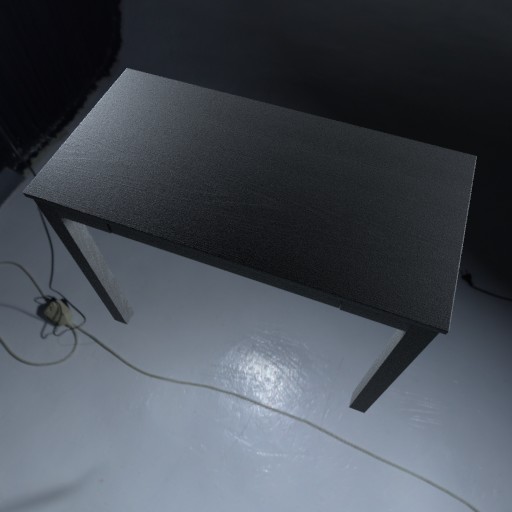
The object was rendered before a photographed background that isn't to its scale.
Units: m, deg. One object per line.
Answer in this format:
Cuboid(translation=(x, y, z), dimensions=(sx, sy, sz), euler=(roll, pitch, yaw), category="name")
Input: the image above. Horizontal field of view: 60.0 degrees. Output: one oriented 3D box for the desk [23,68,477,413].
Cuboid(translation=(0.000, 0.000, 1.401), dimensions=(0.991, 0.762, 0.499), euler=(18, 60, 11), category="desk")
